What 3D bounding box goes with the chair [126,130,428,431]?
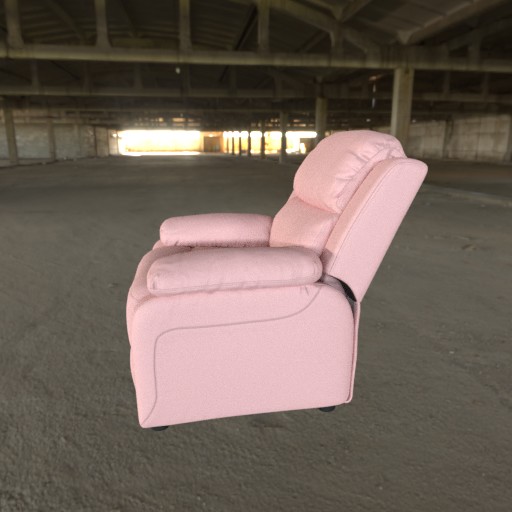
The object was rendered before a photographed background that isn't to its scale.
[{"bbox_3d":[0.000,0.000,1.284,0.709,0.702,0.680,-2,14,-9],"label":"chair"}]
